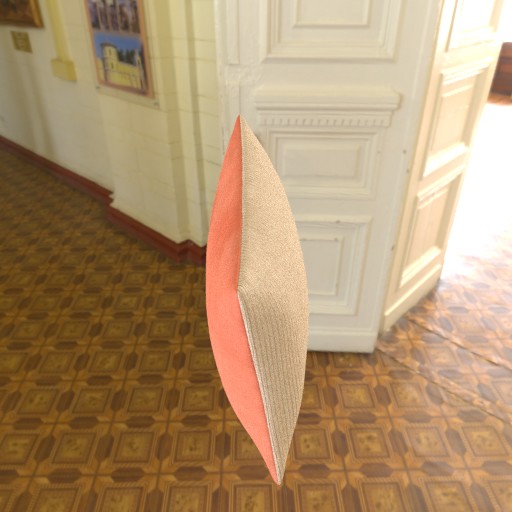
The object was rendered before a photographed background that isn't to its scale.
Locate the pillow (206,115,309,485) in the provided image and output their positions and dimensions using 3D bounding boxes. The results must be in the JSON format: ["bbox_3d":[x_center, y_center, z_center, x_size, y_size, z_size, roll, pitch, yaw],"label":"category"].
[{"bbox_3d":[0.000,0.000,0.733,0.155,0.307,0.608,-1,32,-1],"label":"pillow"}]
